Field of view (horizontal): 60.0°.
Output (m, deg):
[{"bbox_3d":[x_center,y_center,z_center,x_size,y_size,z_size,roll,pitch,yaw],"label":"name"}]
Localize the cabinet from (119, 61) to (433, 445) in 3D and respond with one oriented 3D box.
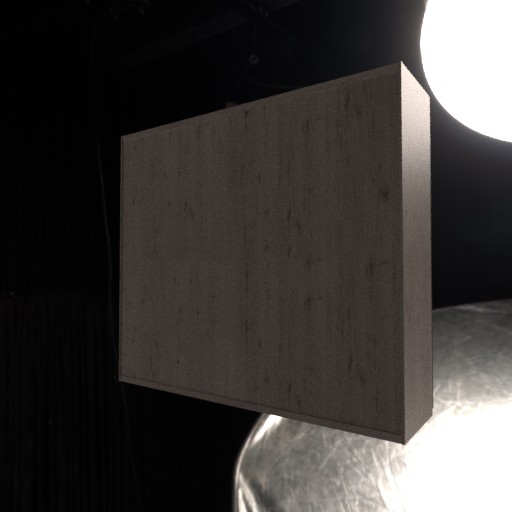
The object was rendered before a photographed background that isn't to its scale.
[{"bbox_3d":[0.000,0.000,3.500,2.500,2.180,0.660,-1,-2,35],"label":"cabinet"}]
